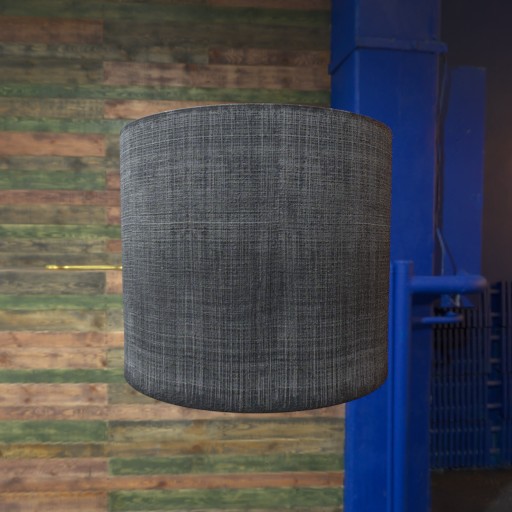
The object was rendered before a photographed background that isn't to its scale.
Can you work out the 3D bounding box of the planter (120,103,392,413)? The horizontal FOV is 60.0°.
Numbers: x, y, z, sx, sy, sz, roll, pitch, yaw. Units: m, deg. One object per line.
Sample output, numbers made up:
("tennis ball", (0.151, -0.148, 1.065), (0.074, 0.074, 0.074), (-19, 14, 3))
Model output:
("planter", (0.000, 0.000, 0.436), (0.254, 0.221, 0.254), (0, 2, 0))
